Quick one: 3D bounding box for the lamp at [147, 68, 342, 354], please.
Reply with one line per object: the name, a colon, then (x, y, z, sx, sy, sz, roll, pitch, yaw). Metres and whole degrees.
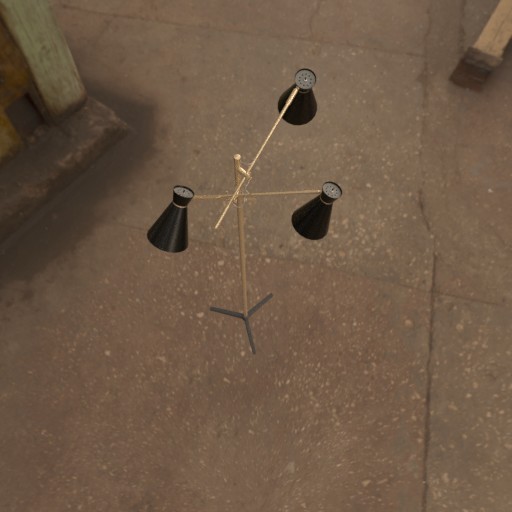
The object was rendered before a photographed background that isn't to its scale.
lamp: (0.000, 0.000, 2.188, 0.653, 1.804, 0.750, 14, 61, 8)
